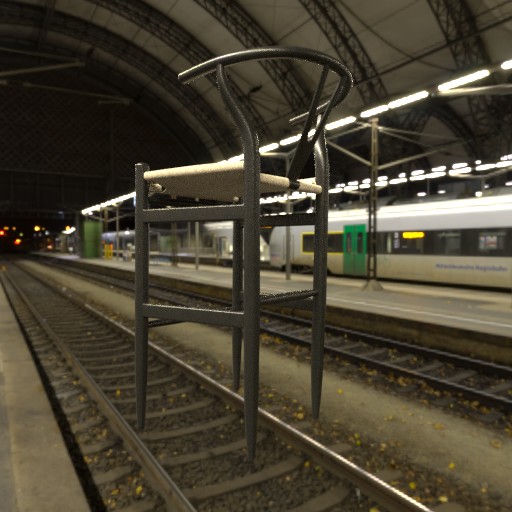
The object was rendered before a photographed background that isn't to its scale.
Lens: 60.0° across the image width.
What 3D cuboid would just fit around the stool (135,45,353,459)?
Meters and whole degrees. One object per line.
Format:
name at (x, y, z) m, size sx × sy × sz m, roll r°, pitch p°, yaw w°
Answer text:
stool at (0.000, 0.000, 1.384) m, size 0.579 × 1.072 × 0.569 m, roll 1°, pitch 2°, yaw 37°
